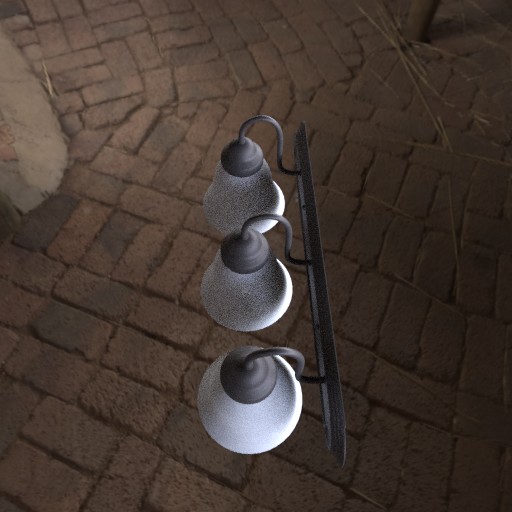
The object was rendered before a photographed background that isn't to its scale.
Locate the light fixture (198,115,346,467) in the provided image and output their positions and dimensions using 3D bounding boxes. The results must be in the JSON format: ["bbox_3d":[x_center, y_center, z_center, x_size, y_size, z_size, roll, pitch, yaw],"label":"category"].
[{"bbox_3d":[0.000,0.000,0.702,0.199,0.222,0.610,-2,59,-1],"label":"light fixture"}]
